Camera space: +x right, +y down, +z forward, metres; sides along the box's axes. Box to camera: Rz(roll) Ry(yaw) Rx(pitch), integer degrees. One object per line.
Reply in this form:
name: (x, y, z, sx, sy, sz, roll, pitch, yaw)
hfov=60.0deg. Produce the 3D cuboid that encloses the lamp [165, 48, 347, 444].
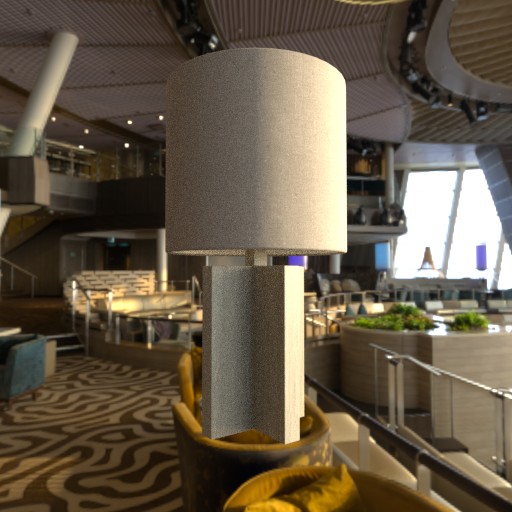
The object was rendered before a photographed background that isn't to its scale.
lamp: (0.000, 0.000, 0.569, 0.229, 0.428, 0.229, 1, -2, -35)
